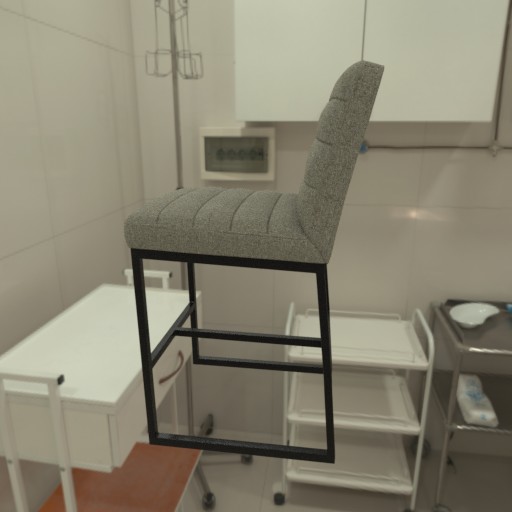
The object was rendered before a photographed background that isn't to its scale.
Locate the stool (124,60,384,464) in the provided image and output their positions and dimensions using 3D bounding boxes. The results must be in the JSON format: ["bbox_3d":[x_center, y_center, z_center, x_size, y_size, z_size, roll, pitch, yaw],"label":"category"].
[{"bbox_3d":[0.000,0.000,1.217,0.560,0.940,0.460,2,17,8],"label":"stool"}]
